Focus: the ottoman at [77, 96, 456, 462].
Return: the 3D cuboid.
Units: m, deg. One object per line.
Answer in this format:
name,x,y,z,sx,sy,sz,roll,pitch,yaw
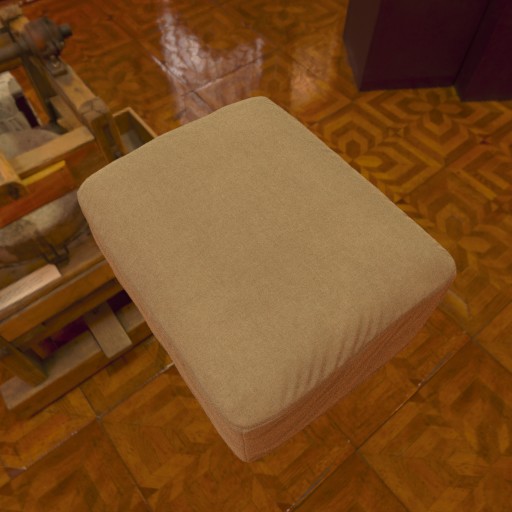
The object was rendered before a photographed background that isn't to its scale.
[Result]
ottoman,0.000,0.000,1.244,0.683,0.481,0.837,-32,63,-19
